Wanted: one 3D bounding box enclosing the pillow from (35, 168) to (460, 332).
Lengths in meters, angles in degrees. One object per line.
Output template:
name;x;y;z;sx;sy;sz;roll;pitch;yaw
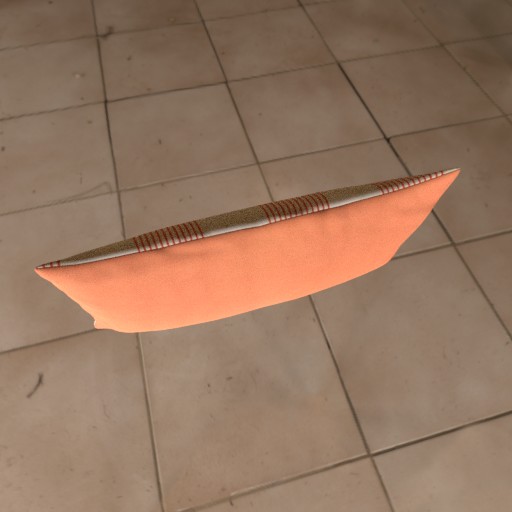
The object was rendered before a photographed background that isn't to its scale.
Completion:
pillow;0.000;0.000;0.739;0.608;0.292;0.156;-14;58;-9
